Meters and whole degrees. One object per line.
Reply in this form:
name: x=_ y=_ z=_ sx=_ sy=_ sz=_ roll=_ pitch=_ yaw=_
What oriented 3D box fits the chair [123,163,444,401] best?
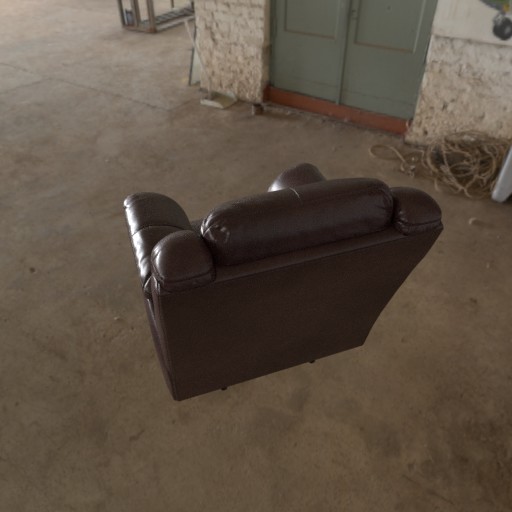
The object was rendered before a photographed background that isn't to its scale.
chair: x=0.000 y=0.000 z=1.896 sx=0.990 sy=1.093 sz=1.041 roll=-13 pitch=42 yaw=-15
